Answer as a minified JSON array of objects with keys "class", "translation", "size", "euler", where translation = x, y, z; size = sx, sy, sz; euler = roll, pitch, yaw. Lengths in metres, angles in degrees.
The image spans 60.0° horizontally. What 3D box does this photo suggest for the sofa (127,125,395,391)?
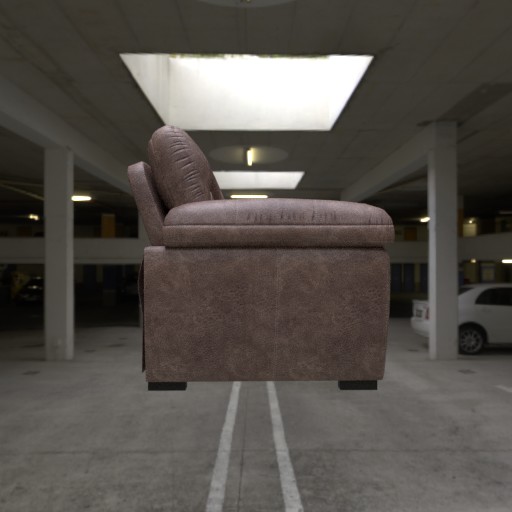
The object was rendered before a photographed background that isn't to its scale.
[{"class":"sofa","translation":[0.000,0.000,2.393],"size":[0.991,0.991,1.753],"euler":[0,0,-1]}]
